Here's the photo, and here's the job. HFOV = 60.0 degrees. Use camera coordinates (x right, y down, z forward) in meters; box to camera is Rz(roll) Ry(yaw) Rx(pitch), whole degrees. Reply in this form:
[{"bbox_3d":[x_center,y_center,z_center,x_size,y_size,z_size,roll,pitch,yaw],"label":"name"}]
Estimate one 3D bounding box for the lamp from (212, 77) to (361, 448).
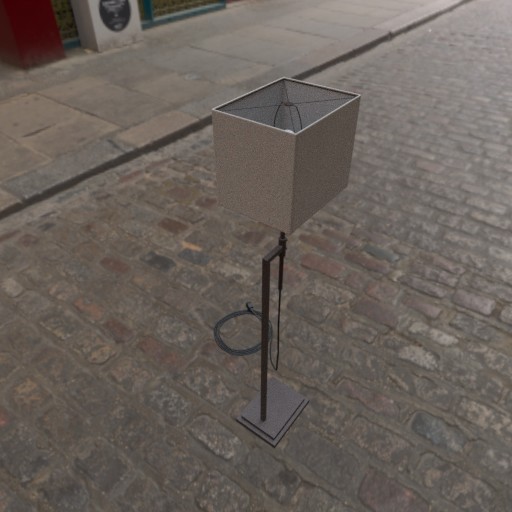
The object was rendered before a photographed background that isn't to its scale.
[{"bbox_3d":[0.000,0.000,1.996,0.774,1.600,0.698,25,45,28],"label":"lamp"}]
